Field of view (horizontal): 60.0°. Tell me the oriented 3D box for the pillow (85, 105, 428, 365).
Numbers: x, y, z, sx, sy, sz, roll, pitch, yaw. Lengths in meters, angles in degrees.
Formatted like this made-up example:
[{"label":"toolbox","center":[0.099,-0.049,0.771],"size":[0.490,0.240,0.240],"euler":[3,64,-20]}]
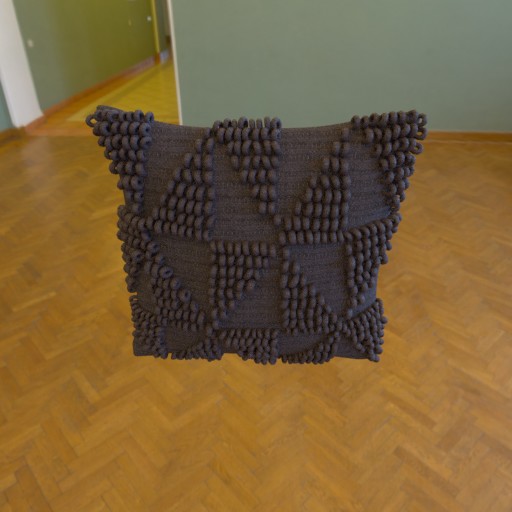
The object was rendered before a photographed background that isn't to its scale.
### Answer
[{"label":"pillow","center":[0.000,0.000,0.719],"size":[0.470,0.467,0.172],"euler":[1,31,1]}]
